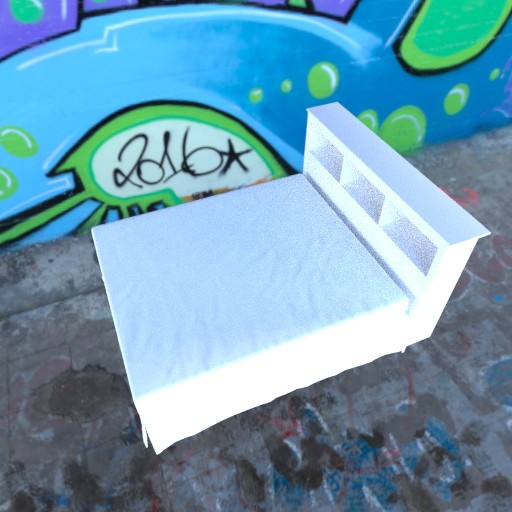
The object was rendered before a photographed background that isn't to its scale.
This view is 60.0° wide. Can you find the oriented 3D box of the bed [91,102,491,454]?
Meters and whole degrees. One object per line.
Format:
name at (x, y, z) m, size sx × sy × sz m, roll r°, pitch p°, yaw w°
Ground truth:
bed at (0.000, 0.000, 3.102) m, size 2.133 × 1.092 × 1.671 m, roll -17°, pitch 48°, yaw -16°
